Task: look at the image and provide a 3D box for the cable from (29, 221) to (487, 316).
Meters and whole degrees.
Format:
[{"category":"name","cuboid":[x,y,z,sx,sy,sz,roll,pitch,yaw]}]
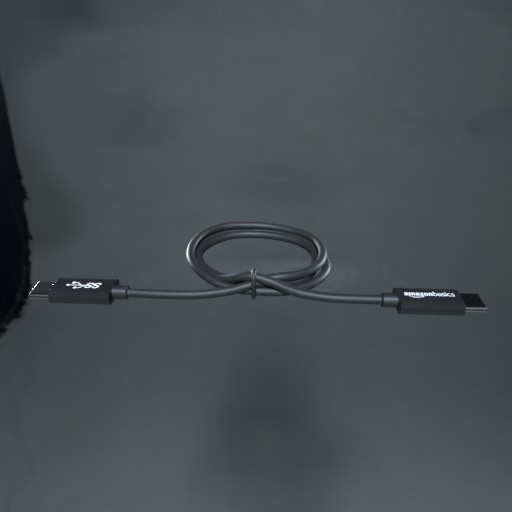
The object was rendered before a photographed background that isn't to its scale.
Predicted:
[{"category":"cable","cuboid":[0.000,0.000,0.206,0.186,0.014,0.070,1,30,2]}]
